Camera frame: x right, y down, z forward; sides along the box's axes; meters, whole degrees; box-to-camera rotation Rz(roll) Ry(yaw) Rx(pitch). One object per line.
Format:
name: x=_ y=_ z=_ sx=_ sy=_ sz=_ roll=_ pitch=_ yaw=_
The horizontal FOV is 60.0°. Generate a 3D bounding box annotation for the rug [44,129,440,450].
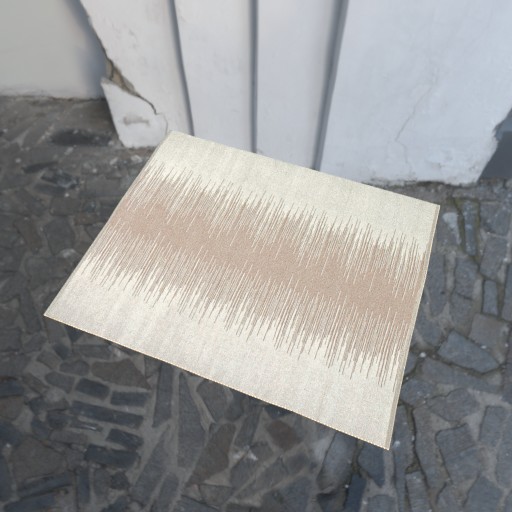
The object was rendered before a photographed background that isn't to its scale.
rug: x=0.000 y=0.000 z=4.156 sx=3.048 sy=0.013 sz=2.438 roll=18 pitch=60 yaw=11
